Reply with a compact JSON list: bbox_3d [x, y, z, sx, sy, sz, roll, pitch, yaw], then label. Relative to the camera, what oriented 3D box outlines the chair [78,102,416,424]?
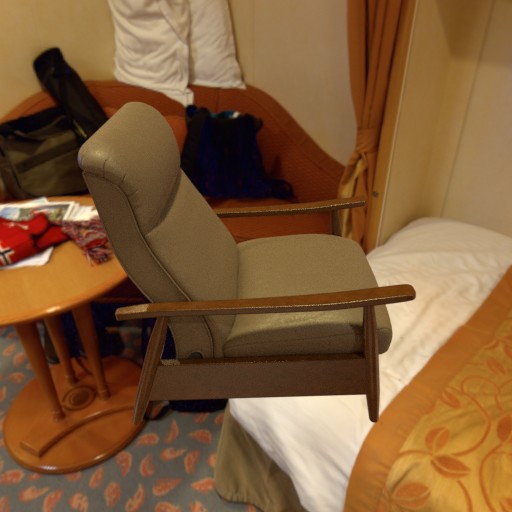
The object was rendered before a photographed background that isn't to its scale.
[{"bbox_3d":[0.000,0.000,1.759,1.014,1.082,0.762,0,32,0],"label":"chair"}]
